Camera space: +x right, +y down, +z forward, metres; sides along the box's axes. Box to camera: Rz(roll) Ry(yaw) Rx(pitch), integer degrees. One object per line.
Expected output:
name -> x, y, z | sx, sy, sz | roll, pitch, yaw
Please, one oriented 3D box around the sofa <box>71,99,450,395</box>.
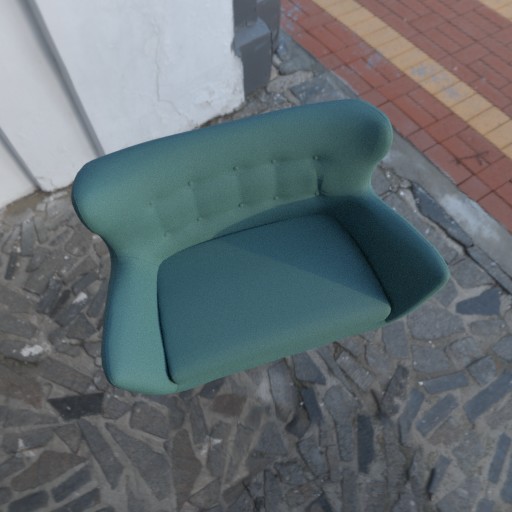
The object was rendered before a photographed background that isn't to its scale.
sofa -> 0.000, 0.000, 2.003 | 1.397, 0.889, 0.889 | -16, 63, -8
